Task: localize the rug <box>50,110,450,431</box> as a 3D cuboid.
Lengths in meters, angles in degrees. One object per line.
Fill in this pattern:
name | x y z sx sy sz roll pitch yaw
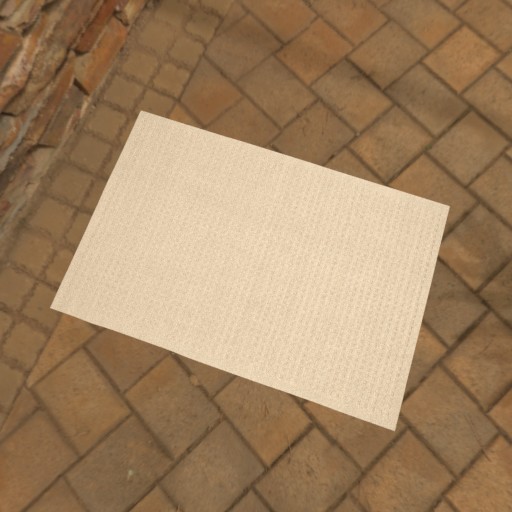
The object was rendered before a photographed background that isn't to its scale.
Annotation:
rug | 0.000 0.000 2.943 2.289 0.006 1.523 18 77 5
